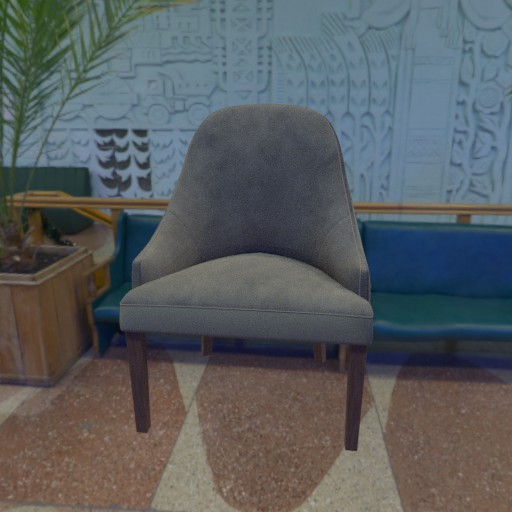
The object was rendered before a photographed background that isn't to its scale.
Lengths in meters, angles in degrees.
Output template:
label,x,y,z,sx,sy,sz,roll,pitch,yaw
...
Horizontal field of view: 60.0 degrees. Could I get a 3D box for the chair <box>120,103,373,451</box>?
label,x,y,z,sx,sy,sz,roll,pitch,yaw
chair,0.000,0.000,1.329,0.643,0.889,0.575,2,16,7
